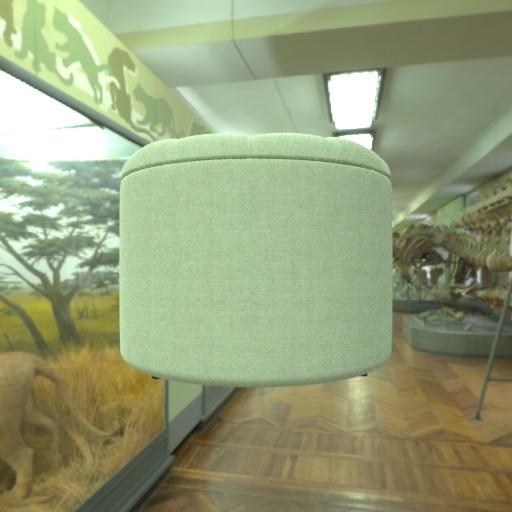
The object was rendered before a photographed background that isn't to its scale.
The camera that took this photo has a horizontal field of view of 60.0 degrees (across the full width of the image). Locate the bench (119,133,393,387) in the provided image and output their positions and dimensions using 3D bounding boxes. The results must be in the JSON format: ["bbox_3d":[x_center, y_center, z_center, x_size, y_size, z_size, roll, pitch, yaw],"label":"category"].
[{"bbox_3d":[0.000,0.000,1.020,0.600,0.453,0.600,0,0,0],"label":"bench"}]
